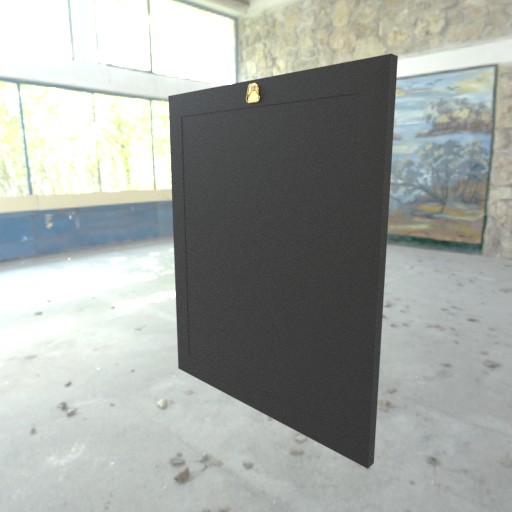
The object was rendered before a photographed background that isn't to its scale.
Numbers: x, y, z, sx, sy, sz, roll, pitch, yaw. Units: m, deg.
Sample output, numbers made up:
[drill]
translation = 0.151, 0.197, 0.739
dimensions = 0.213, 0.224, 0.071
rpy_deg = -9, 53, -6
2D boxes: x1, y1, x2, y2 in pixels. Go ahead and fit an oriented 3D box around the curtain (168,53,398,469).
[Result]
[curtain]
translation = 0.000, 0.000, 0.780
dimensions = 0.483, 0.585, 0.027
rpy_deg = 11, 16, 44
